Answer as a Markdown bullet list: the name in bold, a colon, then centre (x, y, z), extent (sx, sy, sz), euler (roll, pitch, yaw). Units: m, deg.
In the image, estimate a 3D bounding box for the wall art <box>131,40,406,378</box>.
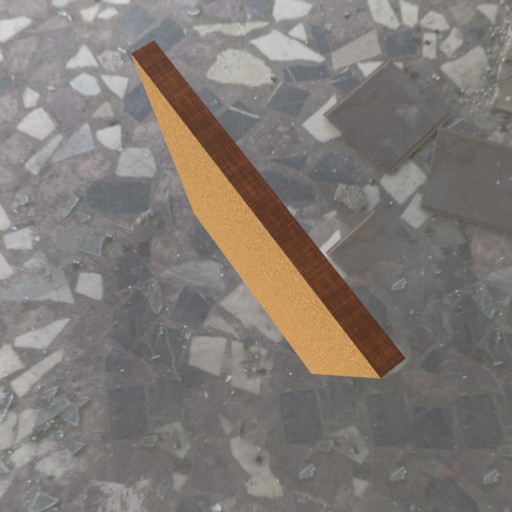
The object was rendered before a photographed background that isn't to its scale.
- **wall art**: centre (0.000, 0.000, 0.765), extent (0.033, 0.567, 0.467), euler (-35, 78, -8)
